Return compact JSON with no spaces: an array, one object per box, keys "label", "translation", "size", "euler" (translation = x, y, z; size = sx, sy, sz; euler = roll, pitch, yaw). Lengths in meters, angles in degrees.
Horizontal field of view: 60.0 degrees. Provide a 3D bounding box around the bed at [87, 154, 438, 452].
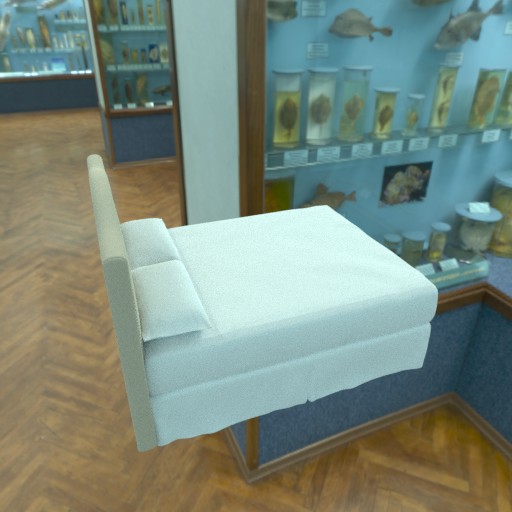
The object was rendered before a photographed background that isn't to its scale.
[{"label":"bed","translation":[0.000,0.000,3.315],"size":[2.143,1.460,1.753],"euler":[-10,31,-18]}]
